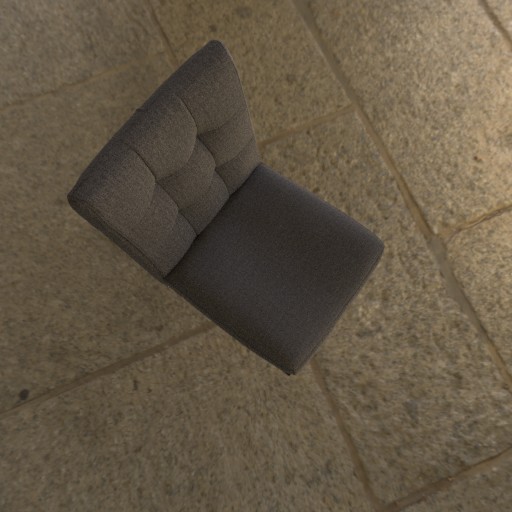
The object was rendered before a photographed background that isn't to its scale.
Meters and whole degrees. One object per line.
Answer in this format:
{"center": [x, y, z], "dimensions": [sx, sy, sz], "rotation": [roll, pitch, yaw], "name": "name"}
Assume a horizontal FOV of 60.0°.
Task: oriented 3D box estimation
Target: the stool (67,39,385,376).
{"center": [0.000, 0.000, 1.189], "dimensions": [0.571, 0.885, 0.427], "rotation": [36, 78, 9], "name": "stool"}
